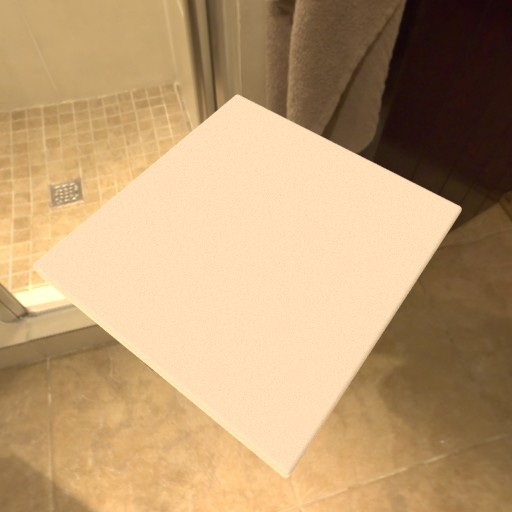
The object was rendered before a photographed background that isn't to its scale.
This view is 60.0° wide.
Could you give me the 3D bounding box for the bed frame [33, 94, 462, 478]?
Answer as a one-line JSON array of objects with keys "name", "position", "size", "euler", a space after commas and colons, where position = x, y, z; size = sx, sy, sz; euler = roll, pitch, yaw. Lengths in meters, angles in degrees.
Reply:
[{"name": "bed frame", "position": [0.000, 0.000, 3.052], "size": [1.935, 0.525, 2.033], "euler": [33, 63, 19]}]
